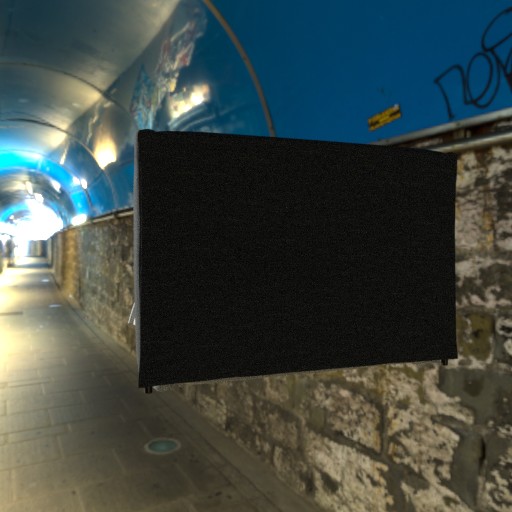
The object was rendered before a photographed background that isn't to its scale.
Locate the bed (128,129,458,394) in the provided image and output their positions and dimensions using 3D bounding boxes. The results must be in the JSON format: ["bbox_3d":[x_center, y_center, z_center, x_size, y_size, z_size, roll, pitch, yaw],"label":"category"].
[{"bbox_3d":[0.000,0.000,3.514,1.925,1.332,2.276,0,1,-17],"label":"bed"}]
